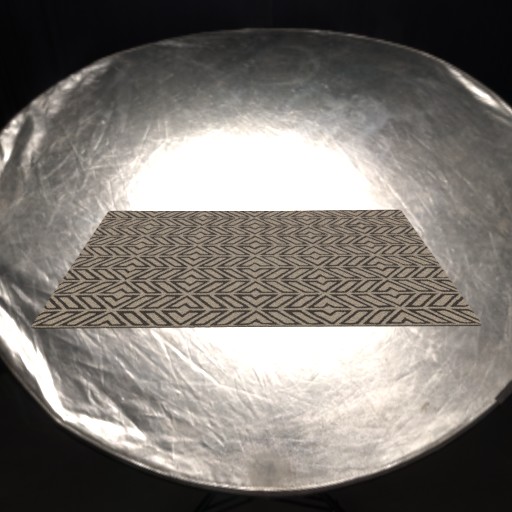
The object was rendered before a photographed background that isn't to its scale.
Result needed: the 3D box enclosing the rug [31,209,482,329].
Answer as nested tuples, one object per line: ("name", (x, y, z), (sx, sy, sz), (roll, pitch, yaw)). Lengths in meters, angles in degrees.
("rug", (0.000, 0.000, 3.043), (2.438, 0.008, 1.523), (0, 30, 0))
